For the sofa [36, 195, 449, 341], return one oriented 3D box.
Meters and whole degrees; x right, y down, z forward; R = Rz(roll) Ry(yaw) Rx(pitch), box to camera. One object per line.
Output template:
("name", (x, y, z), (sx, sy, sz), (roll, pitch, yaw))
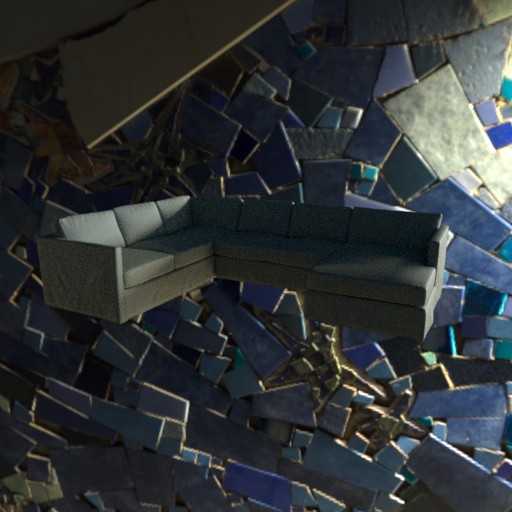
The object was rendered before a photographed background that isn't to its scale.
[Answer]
("sofa", (0.000, 0.000, 4.523), (3.460, 0.882, 2.427), (7, 16, 26))
